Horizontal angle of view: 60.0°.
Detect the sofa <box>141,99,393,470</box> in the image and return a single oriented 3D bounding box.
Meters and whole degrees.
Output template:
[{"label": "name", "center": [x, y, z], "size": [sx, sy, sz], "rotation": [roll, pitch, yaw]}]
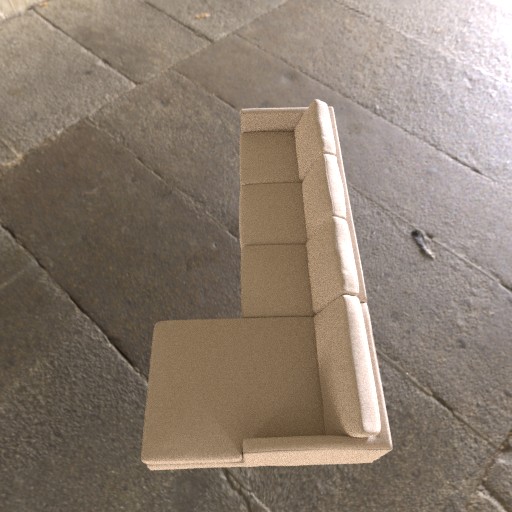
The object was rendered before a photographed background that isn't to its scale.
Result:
[{"label": "sofa", "center": [0.000, 0.000, 3.760], "size": [1.625, 0.861, 3.186], "rotation": [-1, 58, -1]}]
